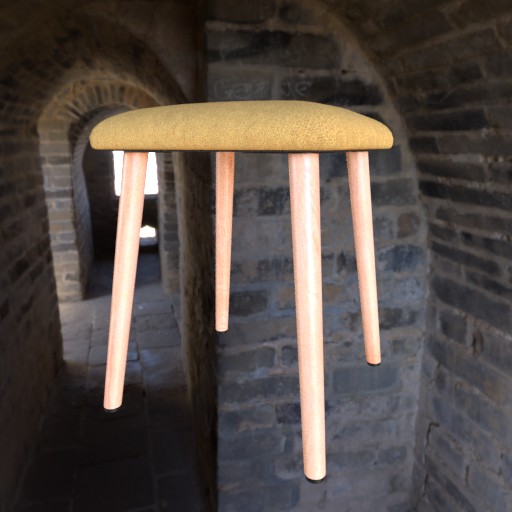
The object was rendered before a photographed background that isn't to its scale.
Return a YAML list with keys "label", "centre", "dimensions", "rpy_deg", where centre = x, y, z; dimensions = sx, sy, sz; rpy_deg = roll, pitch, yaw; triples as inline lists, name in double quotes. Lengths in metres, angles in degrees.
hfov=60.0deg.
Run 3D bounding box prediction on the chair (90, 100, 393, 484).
- label: "chair"
  centre: [0.000, 0.000, 0.684]
  dimensions: [0.350, 0.440, 0.350]
  rpy_deg: [7, 15, 26]
